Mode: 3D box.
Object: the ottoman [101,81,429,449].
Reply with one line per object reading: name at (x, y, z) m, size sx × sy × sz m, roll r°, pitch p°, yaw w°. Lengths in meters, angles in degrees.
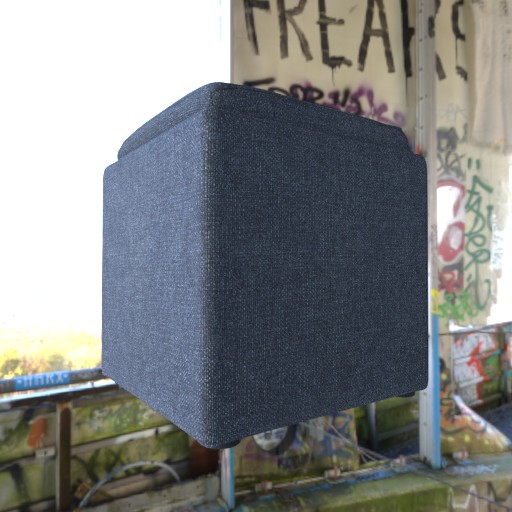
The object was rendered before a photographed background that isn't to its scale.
ottoman at (0.000, 0.000, 0.835) m, size 0.454 × 0.493 × 0.436 m, roll 1°, pitch -1°, yaw -35°
